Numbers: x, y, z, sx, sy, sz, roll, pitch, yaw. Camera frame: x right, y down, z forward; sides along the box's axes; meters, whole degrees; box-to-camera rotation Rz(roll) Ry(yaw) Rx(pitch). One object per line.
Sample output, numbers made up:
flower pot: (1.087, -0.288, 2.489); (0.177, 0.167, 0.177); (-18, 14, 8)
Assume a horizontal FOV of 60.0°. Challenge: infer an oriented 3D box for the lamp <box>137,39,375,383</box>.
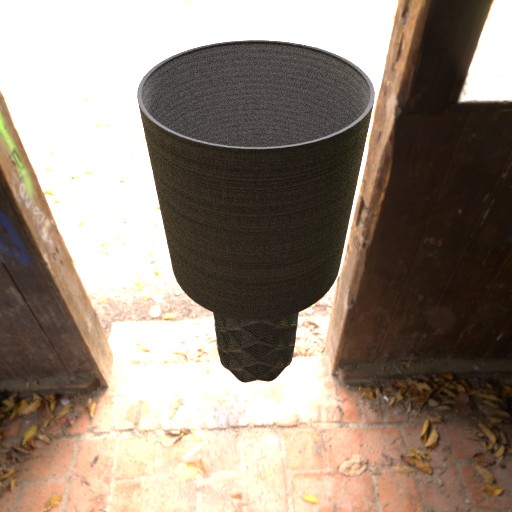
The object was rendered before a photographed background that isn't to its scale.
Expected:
lamp: (0.000, 0.000, 0.711); (0.268, 0.566, 0.269); (-24, 51, -21)
